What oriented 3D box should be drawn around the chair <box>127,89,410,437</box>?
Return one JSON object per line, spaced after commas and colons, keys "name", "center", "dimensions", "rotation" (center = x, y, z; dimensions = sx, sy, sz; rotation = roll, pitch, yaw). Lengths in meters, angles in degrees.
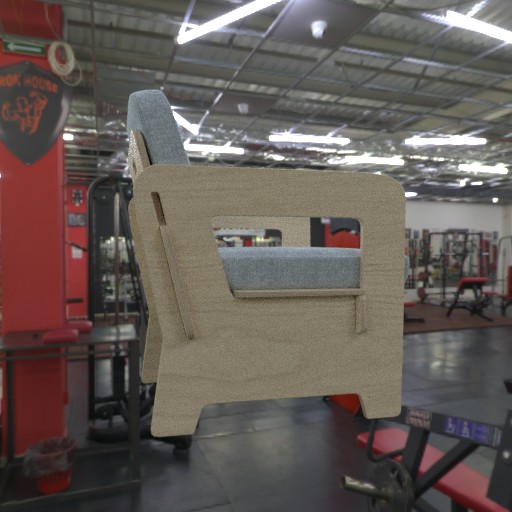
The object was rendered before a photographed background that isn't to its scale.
{"name": "chair", "center": [0.000, 0.000, 1.279], "dimensions": [0.710, 0.800, 0.590], "rotation": [0, 0, -17]}
